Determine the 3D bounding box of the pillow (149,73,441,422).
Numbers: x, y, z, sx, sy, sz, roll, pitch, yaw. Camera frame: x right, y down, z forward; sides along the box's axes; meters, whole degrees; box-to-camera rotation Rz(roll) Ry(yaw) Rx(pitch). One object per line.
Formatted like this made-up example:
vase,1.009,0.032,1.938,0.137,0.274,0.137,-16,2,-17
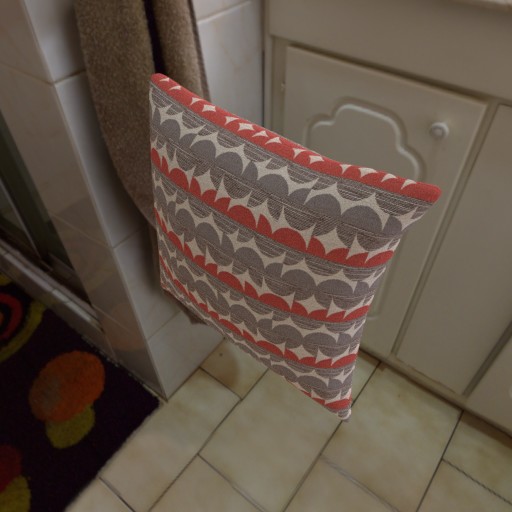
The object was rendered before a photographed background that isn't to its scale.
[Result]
pillow,0.000,0.000,0.644,0.420,0.410,0.180,31,53,26
